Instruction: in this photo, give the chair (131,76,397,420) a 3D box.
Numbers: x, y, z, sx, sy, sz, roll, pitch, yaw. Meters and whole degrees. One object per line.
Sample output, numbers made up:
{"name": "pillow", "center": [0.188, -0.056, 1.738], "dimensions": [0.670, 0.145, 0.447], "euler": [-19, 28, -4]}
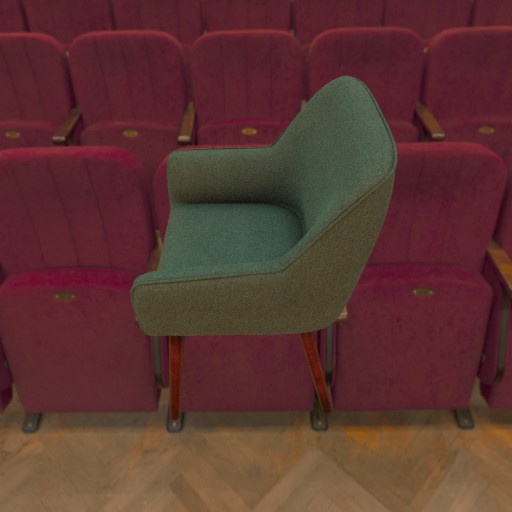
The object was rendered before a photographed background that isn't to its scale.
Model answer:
{"name": "chair", "center": [0.000, 0.000, 1.170], "dimensions": [0.519, 0.803, 0.543], "euler": [0, 42, 0]}
